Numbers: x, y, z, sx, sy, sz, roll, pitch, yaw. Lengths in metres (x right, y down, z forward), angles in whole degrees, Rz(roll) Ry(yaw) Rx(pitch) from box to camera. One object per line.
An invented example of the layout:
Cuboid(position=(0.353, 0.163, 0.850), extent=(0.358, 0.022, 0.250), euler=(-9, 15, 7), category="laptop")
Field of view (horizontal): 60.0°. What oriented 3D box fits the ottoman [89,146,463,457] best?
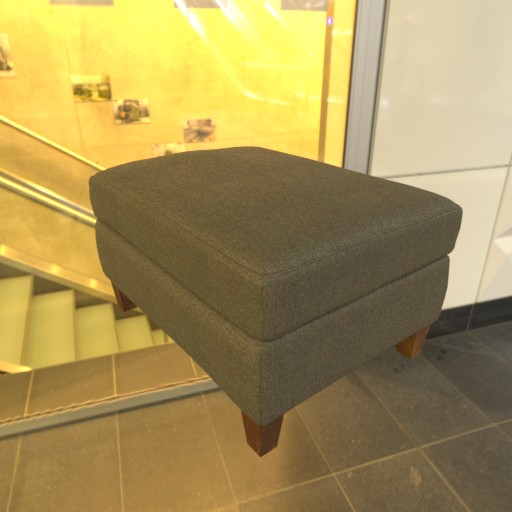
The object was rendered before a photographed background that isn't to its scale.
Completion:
Cuboid(position=(0.000, 0.000, 1.227), extent=(0.639, 0.496, 0.826), euler=(-19, 31, -34), category="ottoman")
